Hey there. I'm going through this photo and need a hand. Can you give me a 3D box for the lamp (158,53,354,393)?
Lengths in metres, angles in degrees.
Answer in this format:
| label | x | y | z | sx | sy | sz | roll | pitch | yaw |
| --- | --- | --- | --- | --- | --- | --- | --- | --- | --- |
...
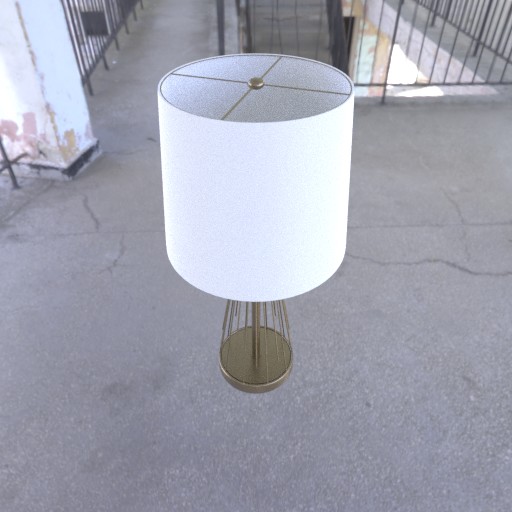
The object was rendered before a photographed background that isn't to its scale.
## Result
| label | x | y | z | sx | sy | sz | roll | pitch | yaw |
| --- | --- | --- | --- | --- | --- | --- | --- | --- | --- |
| lamp | 0.000 | 0.000 | 0.786 | 0.303 | 0.618 | 0.303 | 0 | 40 | 0 |
